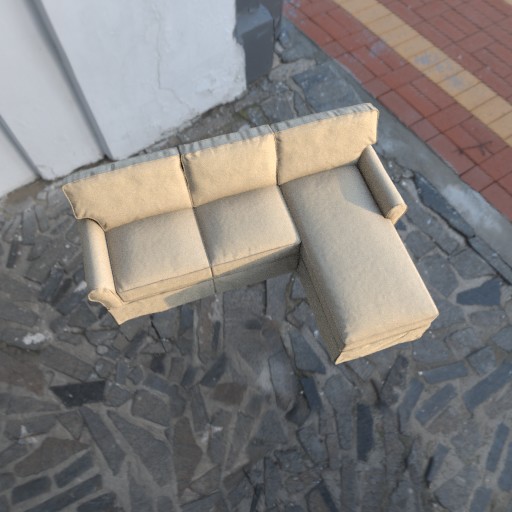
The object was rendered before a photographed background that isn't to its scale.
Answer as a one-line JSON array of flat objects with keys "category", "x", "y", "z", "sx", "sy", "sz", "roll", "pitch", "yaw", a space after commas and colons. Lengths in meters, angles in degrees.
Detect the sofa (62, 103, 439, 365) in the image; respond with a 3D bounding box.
[{"category": "sofa", "x": 0.000, "y": 0.000, "z": 3.338, "sx": 2.475, "sy": 0.978, "sz": 1.733, "roll": -16, "pitch": 64, "yaw": -8}]
